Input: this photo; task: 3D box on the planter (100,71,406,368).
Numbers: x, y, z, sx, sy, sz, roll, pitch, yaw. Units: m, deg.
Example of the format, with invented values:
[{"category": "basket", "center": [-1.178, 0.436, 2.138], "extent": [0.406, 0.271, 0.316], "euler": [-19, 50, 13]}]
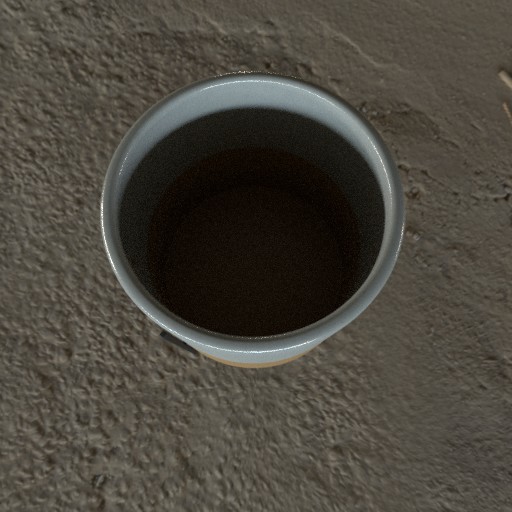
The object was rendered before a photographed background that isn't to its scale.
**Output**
[{"category": "planter", "center": [0.000, 0.000, 0.640], "extent": [0.310, 0.432, 0.310], "euler": [-2, 74, -1]}]
